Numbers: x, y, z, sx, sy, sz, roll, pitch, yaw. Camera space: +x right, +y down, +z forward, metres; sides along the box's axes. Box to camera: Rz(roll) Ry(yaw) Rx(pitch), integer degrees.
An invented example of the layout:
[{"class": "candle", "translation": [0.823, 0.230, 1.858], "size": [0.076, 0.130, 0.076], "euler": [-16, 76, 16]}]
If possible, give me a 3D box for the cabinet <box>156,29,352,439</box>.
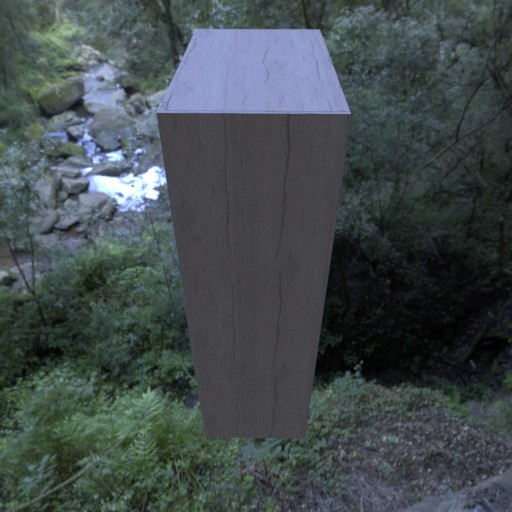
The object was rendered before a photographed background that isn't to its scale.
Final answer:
[{"class": "cabinet", "translation": [0.000, 0.000, 2.307], "size": [0.580, 1.930, 0.980], "euler": [1, 40, 1]}]
